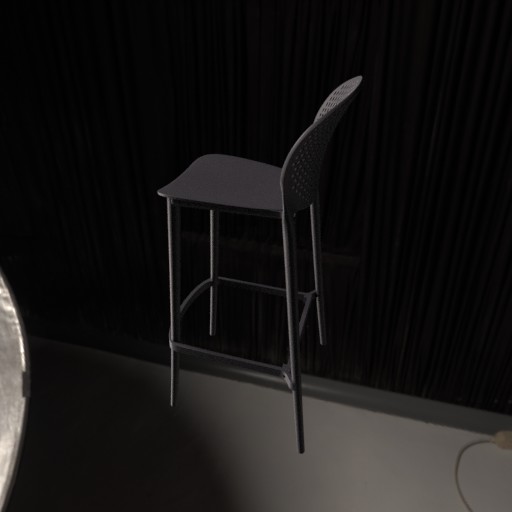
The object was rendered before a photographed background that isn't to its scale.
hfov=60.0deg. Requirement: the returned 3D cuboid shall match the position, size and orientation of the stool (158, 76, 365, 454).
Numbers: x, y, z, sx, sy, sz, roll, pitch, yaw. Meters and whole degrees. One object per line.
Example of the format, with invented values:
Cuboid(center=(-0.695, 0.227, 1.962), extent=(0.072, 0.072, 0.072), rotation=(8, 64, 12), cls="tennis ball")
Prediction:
Cuboid(center=(0.000, 0.000, 1.375), extent=(0.535, 1.045, 0.536), rotation=(8, 31, 13), cls="stool")
